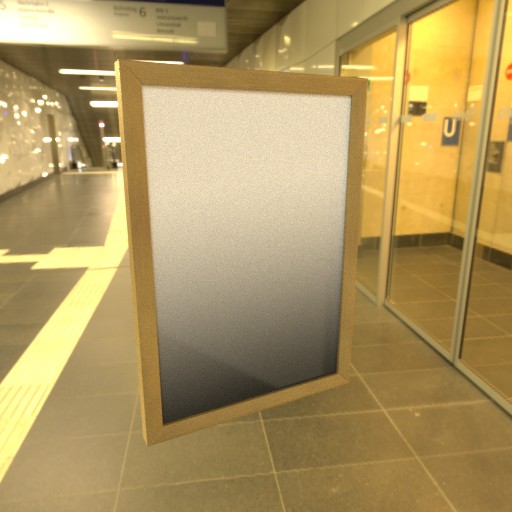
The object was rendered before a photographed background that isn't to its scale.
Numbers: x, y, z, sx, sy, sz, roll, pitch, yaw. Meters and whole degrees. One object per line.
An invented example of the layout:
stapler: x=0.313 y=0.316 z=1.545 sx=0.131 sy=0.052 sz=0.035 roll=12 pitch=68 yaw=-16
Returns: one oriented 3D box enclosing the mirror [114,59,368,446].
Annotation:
mirror: x=0.000 y=0.000 z=0.916 sx=0.507 sy=0.710 sz=0.040 roll=-8 pitch=17 yaw=-27
